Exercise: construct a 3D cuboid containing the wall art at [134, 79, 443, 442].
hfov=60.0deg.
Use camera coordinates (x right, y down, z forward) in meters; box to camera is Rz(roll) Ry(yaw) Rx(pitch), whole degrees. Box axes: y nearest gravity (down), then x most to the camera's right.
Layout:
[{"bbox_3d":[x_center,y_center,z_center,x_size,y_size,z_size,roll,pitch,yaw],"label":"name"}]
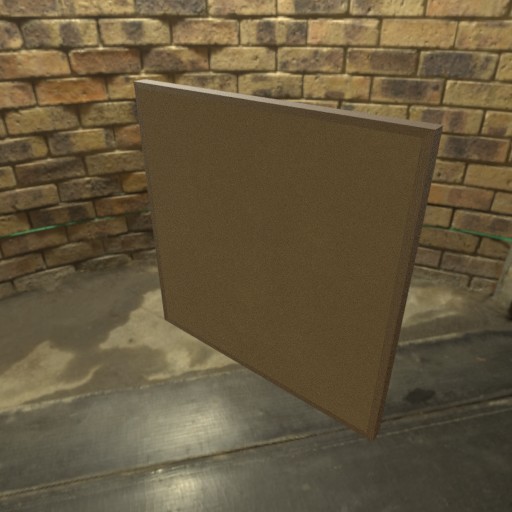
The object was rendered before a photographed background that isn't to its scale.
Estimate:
[{"bbox_3d":[0.000,0.000,1.113,0.761,0.758,0.038,22,37,33],"label":"wall art"}]
